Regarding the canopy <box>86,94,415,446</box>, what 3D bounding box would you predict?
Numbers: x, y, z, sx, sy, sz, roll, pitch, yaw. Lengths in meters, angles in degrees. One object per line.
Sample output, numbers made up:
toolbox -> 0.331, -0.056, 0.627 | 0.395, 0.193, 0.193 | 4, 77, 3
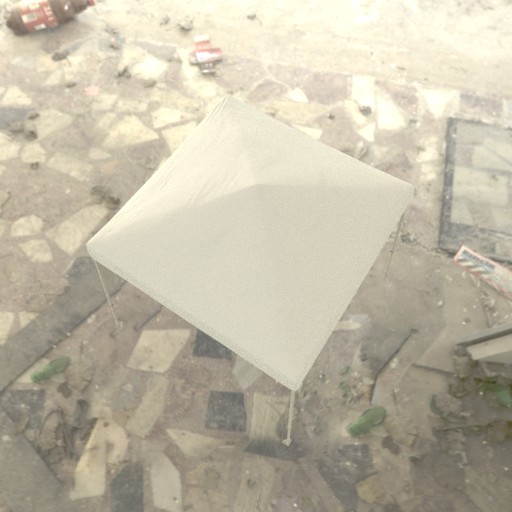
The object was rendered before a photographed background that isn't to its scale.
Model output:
canopy -> 0.000, 0.000, 6.541 | 3.599, 3.600, 3.600 | 31, 68, 14
